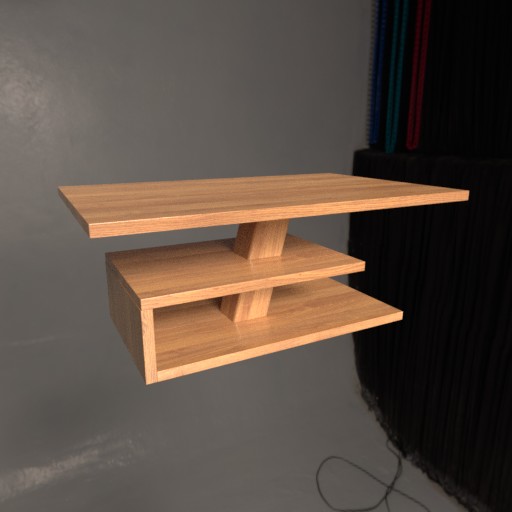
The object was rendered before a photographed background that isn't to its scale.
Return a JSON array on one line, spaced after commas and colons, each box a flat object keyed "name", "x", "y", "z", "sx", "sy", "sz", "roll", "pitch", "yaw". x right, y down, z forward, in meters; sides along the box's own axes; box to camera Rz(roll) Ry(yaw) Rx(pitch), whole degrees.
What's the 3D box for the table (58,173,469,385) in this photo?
[{"name": "table", "x": 0.000, "y": 0.000, "z": 1.460, "sx": 1.100, "sy": 0.442, "sz": 0.700, "roll": -8, "pitch": 17, "yaw": -27}]
